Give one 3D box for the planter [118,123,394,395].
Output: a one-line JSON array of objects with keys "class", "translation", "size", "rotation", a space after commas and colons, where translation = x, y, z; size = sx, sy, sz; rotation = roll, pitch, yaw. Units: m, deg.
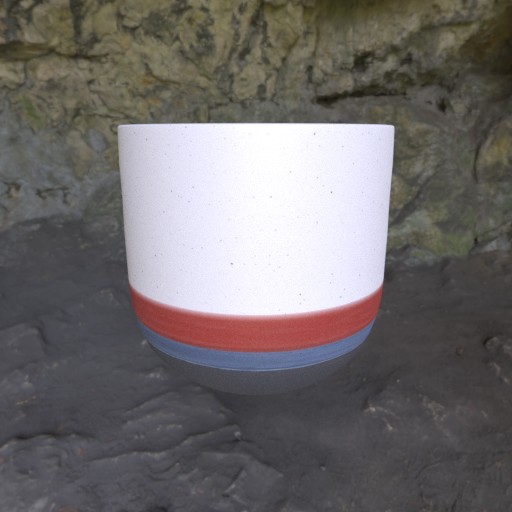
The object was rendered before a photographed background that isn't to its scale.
[{"class": "planter", "translation": [0.000, 0.000, 0.480], "size": [0.268, 0.270, 0.268], "rotation": [0, 15, 0]}]
